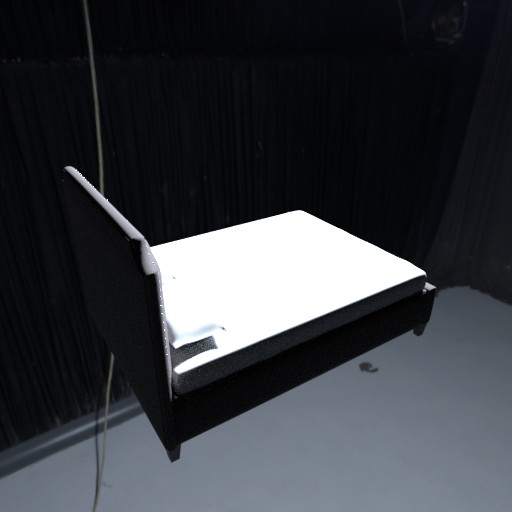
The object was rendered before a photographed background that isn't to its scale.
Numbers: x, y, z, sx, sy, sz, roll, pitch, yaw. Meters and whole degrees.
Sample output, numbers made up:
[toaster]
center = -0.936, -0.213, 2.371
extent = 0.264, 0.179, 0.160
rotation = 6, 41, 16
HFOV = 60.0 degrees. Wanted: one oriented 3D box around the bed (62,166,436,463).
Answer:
[bed]
center = 0.000, 0.000, 3.467
extent = 2.372, 1.443, 1.713
rotation = -17, 32, -29
